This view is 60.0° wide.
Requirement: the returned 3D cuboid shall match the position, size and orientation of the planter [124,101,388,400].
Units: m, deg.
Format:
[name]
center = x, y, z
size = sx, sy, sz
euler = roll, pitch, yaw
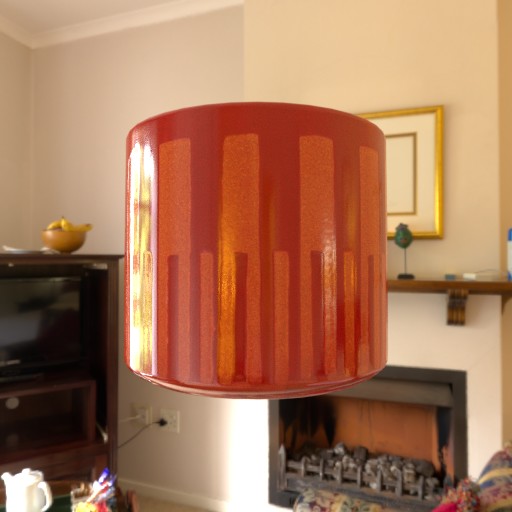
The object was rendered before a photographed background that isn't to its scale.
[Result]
[planter]
center = 0.000, 0.000, 0.405
size = 0.230, 0.202, 0.230
euler = 0, -1, 0
